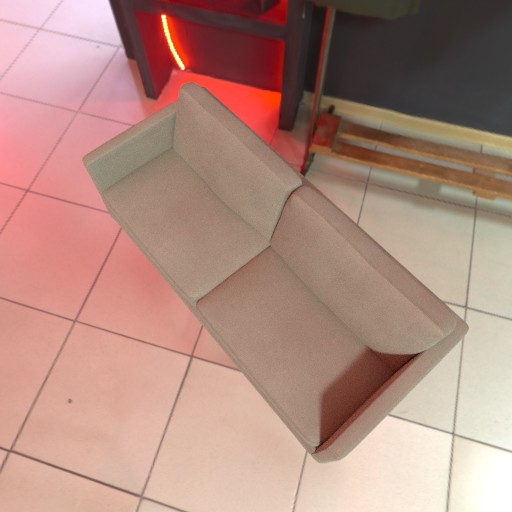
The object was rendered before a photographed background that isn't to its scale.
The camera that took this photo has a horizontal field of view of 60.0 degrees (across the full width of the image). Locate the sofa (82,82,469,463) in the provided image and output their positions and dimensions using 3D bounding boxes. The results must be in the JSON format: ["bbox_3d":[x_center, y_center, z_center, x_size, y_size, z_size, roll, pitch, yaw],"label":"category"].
[{"bbox_3d":[0.000,0.000,2.622,0.948,0.932,2.181,-38,69,-17],"label":"sofa"}]
